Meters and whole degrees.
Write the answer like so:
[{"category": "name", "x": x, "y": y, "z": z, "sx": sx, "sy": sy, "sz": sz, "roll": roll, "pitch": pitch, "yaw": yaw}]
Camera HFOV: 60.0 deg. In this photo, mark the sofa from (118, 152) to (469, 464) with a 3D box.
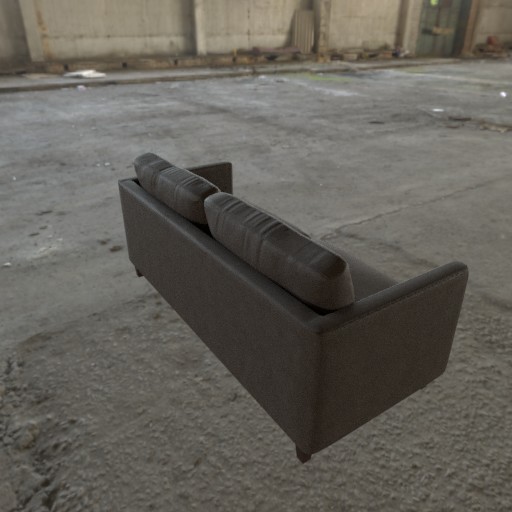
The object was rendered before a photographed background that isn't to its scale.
[{"category": "sofa", "x": 0.000, "y": 0.000, "z": 2.712, "sx": 0.951, "sy": 0.965, "sz": 2.208, "roll": -17, "pitch": 32, "yaw": -30}]
